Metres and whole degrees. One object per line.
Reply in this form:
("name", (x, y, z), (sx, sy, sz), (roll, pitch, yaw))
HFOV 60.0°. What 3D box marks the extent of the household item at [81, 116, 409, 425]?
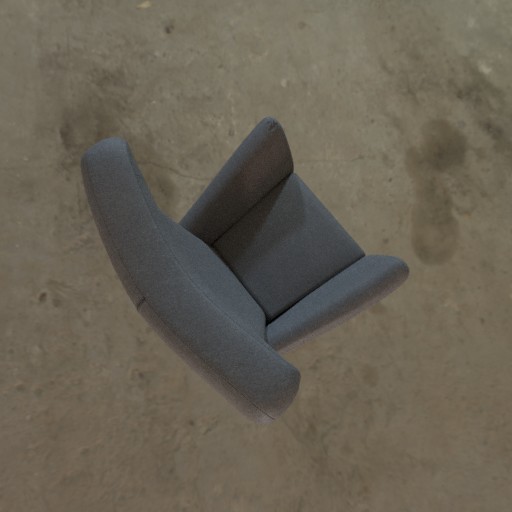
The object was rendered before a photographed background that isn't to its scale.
("household item", (0.000, 0.000, 1.768), (0.900, 1.050, 0.980), (-37, 78, -9))
